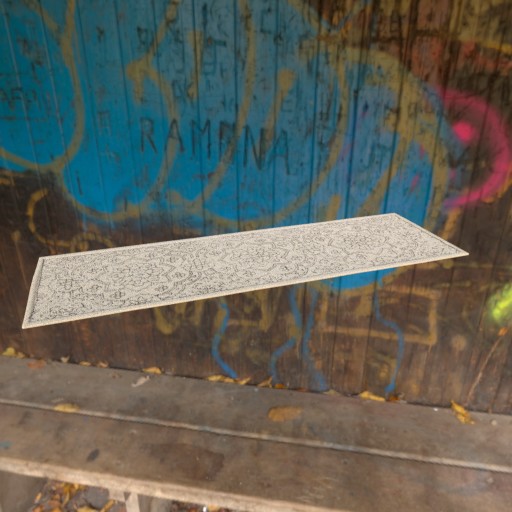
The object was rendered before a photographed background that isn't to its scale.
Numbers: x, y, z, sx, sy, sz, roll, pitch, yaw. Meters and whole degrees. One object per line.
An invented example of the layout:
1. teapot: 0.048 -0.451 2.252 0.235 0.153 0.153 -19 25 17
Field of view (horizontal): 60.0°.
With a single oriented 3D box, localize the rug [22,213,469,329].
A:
1. rug: 0.000 0.000 2.635 2.448 0.012 0.769 -8 26 -17
